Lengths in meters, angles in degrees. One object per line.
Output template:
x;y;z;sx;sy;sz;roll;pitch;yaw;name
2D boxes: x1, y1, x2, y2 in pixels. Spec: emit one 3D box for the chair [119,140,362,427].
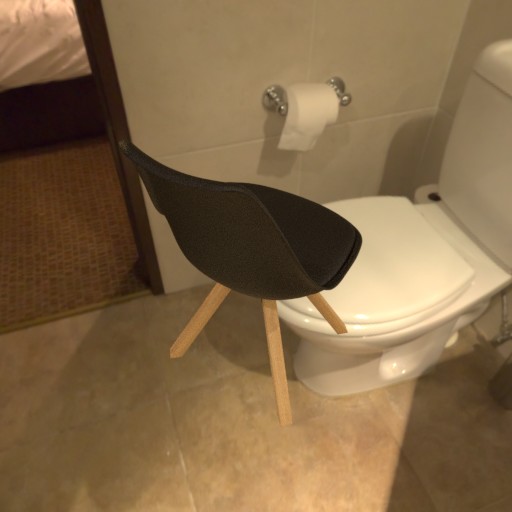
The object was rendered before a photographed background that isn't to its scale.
0.000;0.000;1.169;0.485;0.850;0.549;25;50;23;chair
